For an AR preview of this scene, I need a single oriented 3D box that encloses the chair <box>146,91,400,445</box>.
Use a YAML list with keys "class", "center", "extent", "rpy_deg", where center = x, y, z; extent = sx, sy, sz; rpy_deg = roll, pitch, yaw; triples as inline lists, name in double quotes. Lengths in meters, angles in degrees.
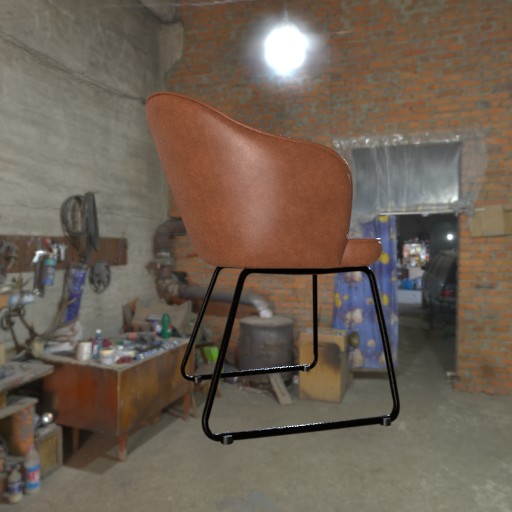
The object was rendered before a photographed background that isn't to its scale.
- class: "chair"
  center: [0.000, 0.000, 1.203]
  extent: [0.580, 0.785, 0.582]
  rpy_deg: [0, 1, -16]
